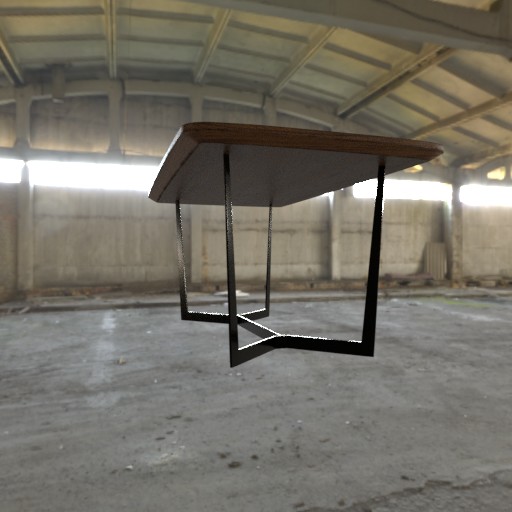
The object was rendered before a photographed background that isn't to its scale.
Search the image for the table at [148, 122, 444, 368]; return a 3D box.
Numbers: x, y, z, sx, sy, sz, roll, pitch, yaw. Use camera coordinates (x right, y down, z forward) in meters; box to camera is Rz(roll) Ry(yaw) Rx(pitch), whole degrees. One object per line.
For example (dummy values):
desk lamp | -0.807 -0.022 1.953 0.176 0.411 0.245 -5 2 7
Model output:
table | 0.000 0.000 2.158 0.949 0.765 1.643 0 0 -17
